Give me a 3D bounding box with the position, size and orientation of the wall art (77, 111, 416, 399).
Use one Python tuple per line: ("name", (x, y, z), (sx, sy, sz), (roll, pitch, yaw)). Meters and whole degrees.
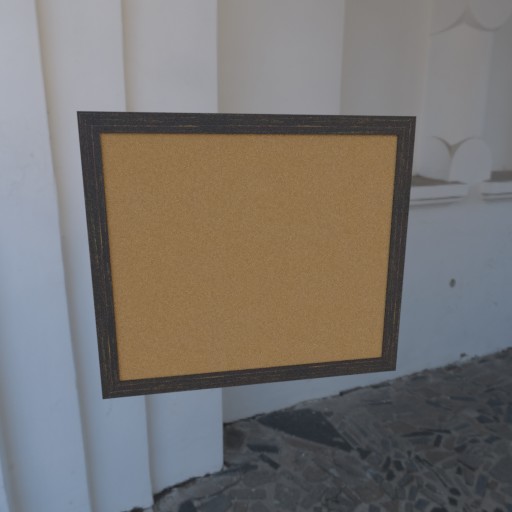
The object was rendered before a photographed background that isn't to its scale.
("wall art", (0.000, 0.000, 0.543), (0.381, 0.330, 0.031), (-3, 14, -11))
